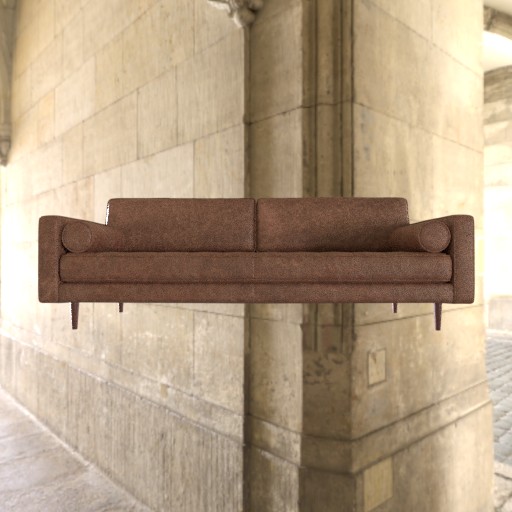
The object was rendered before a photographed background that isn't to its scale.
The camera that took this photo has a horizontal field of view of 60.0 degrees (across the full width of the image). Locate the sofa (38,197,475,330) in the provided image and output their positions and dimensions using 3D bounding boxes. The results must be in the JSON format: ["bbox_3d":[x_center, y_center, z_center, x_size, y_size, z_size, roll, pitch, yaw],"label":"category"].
[{"bbox_3d":[0.000,0.000,2.642,2.210,0.762,0.914,0,0,1],"label":"sofa"}]
